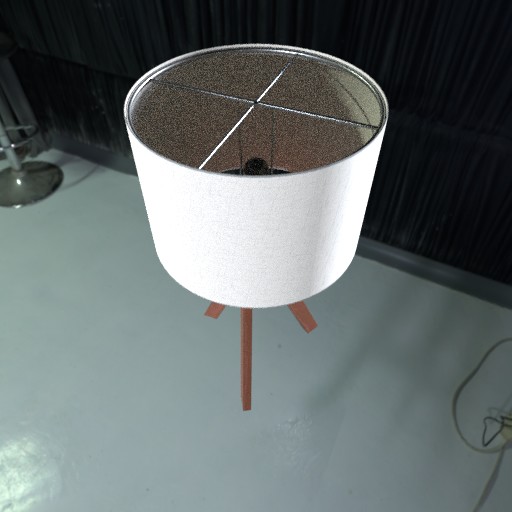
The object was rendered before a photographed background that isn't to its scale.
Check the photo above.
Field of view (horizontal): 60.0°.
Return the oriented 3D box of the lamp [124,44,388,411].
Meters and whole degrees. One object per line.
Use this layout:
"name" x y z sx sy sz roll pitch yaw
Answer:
"lamp" 0.000 0.000 0.900 0.380 0.686 0.380 17 50 15
